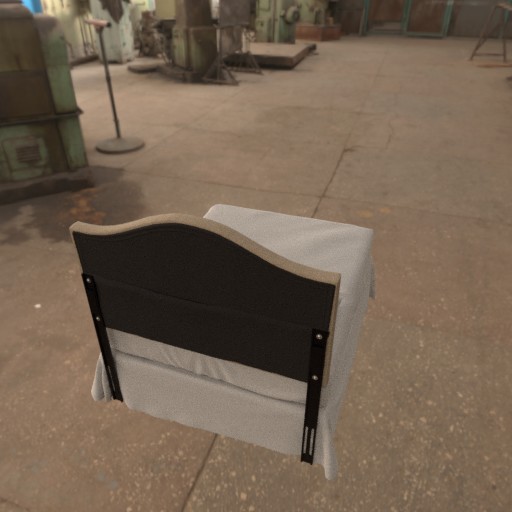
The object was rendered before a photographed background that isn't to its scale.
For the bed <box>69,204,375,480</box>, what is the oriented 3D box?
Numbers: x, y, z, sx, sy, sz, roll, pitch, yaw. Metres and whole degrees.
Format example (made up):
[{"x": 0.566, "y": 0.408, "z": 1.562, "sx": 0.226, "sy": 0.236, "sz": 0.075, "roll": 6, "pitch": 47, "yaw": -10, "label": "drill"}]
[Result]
[{"x": 0.000, "y": 0.000, "z": 3.490, "sx": 1.876, "sy": 1.645, "sz": 2.221, "roll": 11, "pitch": 34, "yaw": 17, "label": "bed"}]
